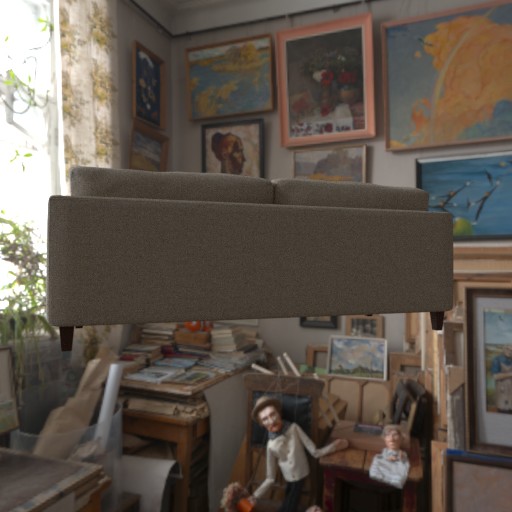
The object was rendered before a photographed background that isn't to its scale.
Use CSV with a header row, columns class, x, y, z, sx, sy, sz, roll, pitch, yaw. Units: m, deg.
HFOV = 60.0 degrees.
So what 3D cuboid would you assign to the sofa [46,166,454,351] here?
class,x,y,z,sx,sy,sz,roll,pitch,yaw
sofa,0.000,0.000,2.944,2.434,0.965,0.951,0,-1,-18
